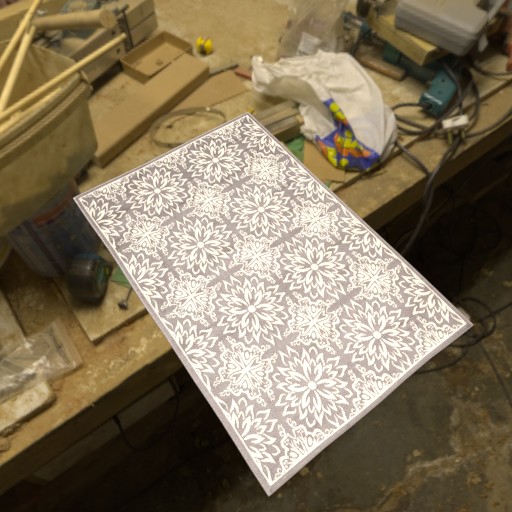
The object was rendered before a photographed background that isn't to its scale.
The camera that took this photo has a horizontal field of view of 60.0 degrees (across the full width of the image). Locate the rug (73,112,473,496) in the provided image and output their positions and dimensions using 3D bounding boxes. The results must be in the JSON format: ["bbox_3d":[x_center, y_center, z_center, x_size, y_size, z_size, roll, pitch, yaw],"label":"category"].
[{"bbox_3d":[0.000,0.000,2.311,1.224,0.012,1.847,-32,63,-18],"label":"rug"}]
